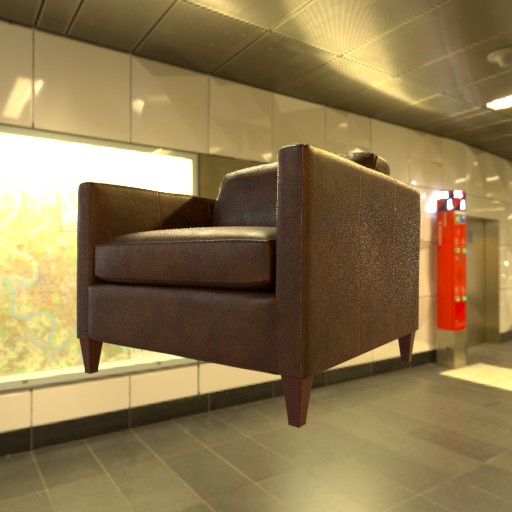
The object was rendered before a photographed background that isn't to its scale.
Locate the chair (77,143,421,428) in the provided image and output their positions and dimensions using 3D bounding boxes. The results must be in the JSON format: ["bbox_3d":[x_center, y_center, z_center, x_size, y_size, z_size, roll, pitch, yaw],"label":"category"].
[{"bbox_3d":[0.000,0.000,1.732,0.990,0.864,0.975,0,-1,36],"label":"chair"}]
